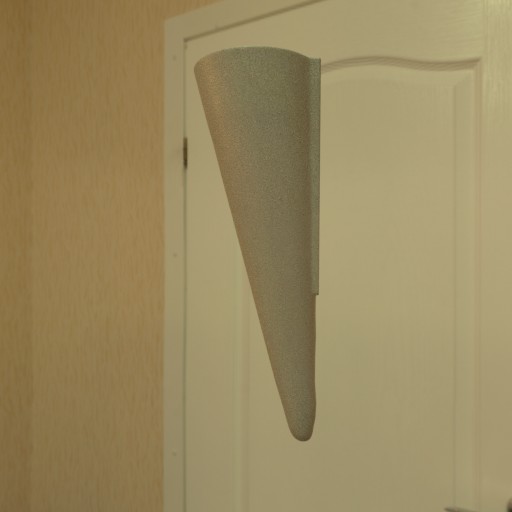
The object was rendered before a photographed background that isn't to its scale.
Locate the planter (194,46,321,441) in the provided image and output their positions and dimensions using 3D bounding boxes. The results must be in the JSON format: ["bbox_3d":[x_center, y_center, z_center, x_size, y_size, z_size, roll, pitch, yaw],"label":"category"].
[{"bbox_3d":[0.000,0.000,0.230,0.064,0.191,0.057,0,0,0],"label":"planter"}]
